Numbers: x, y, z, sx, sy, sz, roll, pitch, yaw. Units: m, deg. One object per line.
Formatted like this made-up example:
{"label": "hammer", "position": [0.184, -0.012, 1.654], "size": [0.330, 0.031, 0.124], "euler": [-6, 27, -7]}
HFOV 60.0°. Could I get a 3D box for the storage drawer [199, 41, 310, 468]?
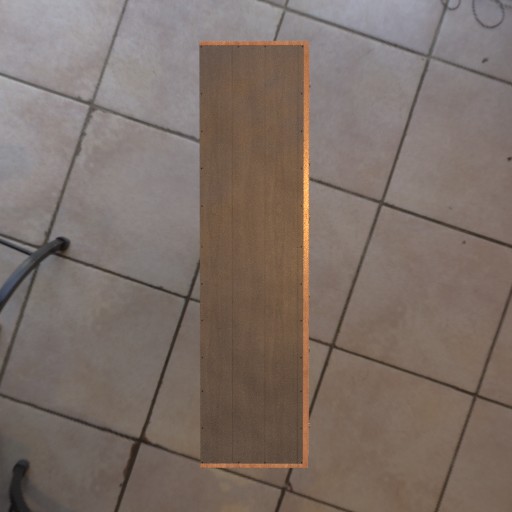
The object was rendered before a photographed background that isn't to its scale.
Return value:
{"label": "storage drawer", "position": [0.000, 0.000, 2.242], "size": [0.538, 0.264, 2.032], "euler": [0, 91, 0]}
